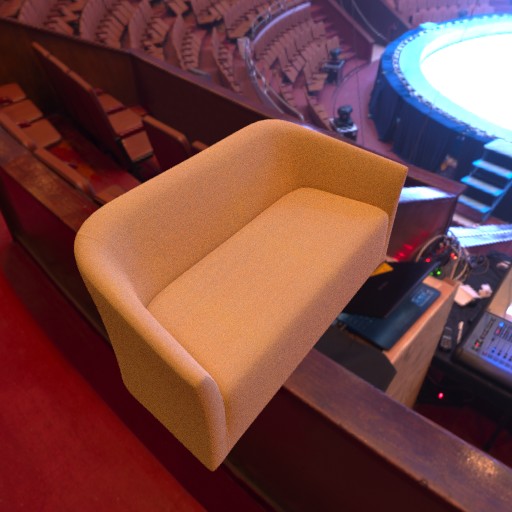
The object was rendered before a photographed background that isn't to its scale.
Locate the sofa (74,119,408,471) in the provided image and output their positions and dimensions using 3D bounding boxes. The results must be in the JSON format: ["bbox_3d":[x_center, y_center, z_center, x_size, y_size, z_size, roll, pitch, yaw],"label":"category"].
[{"bbox_3d":[0.000,0.000,1.890,0.705,0.721,1.452,25,46,27],"label":"sofa"}]
